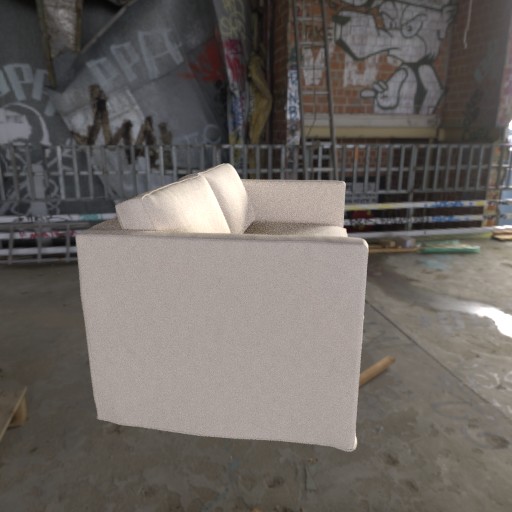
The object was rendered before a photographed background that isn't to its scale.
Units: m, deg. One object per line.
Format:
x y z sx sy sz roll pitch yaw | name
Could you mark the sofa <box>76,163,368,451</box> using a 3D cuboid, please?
0.000 0.000 2.258 0.962 0.834 1.746 2 16 8 | sofa
